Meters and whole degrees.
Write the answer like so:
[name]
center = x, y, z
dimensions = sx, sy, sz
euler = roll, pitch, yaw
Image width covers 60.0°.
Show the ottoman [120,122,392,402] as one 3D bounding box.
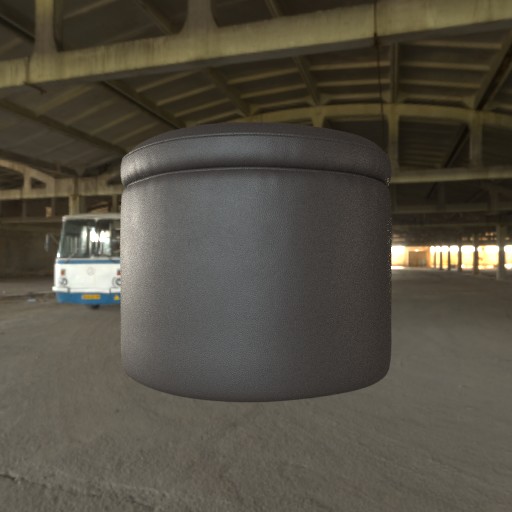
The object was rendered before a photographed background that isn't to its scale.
[ottoman]
center = 0.000, 0.000, 0.853
dimensions = 0.500, 0.409, 0.500
euler = 0, 0, 0
